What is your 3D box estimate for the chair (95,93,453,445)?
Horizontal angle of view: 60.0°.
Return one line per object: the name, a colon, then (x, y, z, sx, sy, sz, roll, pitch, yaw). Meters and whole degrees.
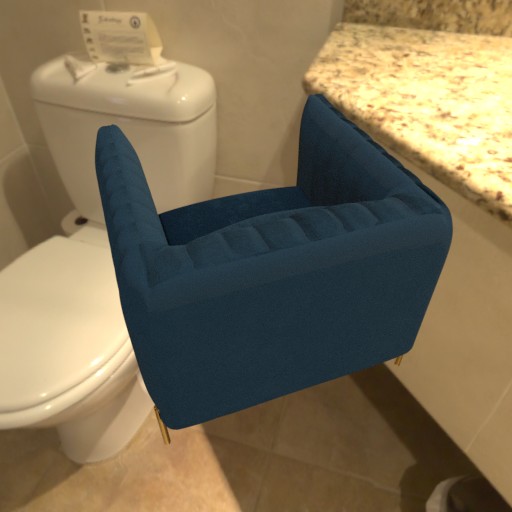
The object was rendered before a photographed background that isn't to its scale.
chair: (0.000, 0.000, 1.597, 0.947, 0.793, 0.877, -14, 44, -15)
